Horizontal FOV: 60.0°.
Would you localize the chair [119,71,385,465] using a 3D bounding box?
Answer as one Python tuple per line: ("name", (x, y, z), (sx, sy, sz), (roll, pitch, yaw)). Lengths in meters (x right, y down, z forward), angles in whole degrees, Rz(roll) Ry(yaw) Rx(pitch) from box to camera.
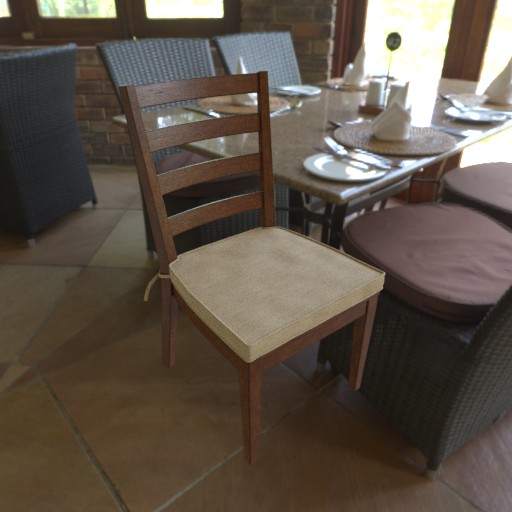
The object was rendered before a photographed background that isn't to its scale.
("chair", (0.000, 0.000, 1.366), (0.593, 0.979, 0.595), (-21, 36, -33))
